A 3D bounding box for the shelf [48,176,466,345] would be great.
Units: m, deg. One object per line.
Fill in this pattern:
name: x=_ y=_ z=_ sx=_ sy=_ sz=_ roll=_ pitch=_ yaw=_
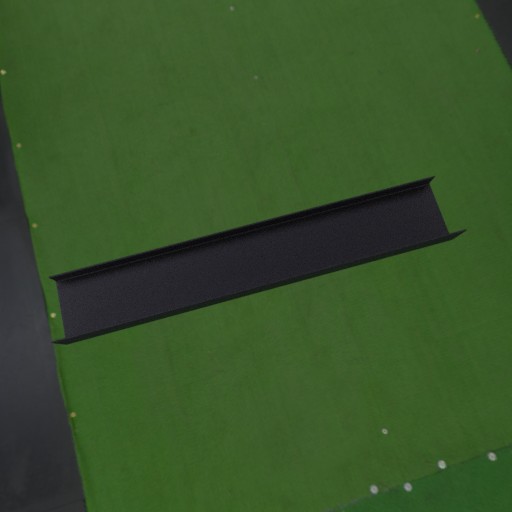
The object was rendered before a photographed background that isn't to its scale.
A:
shelf: x=0.000 y=0.000 z=0.659 sx=0.605 sy=0.053 sz=0.102 roll=-15 pitch=76 yaw=-4
